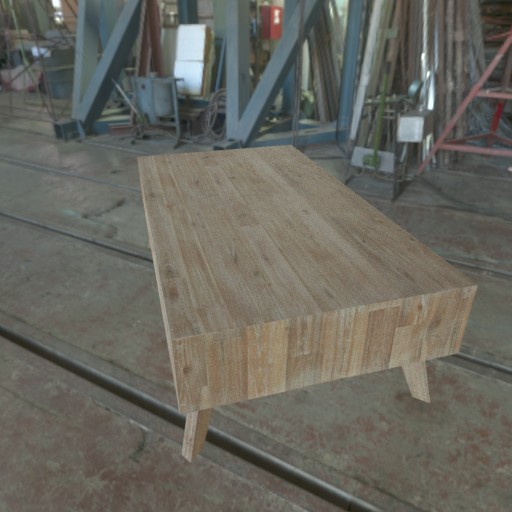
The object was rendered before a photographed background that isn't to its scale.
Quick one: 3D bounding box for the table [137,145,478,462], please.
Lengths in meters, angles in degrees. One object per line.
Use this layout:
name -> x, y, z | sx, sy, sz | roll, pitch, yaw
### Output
table -> 0.000, 0.000, 2.016 | 0.918, 0.531, 1.619 | -8, 30, -14
